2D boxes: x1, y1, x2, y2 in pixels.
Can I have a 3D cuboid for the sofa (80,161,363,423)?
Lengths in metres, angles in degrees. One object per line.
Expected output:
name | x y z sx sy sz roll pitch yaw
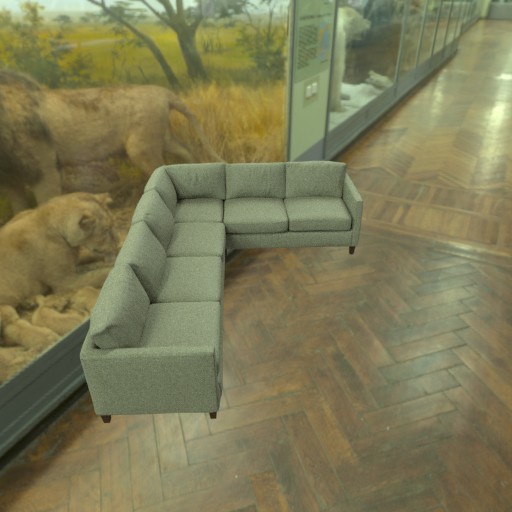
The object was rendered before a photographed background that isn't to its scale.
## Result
sofa | 0.000 0.000 4.507 2.593 0.947 3.302 -1 32 -2
